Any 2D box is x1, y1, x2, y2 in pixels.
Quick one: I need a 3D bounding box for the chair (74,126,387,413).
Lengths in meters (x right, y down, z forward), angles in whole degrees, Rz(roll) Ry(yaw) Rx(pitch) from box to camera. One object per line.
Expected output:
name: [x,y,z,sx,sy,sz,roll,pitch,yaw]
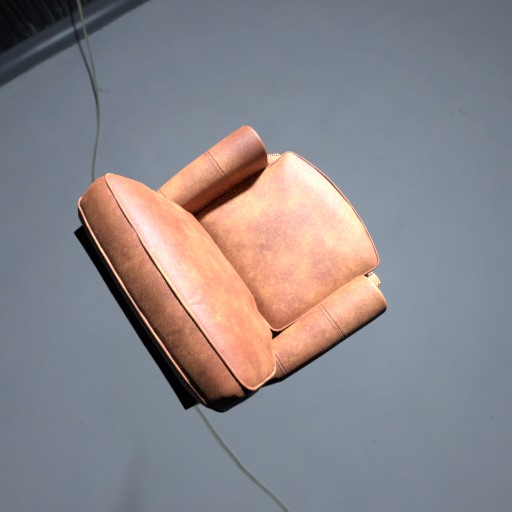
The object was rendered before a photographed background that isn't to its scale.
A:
chair: [0.000,0.000,1.775,0.986,1.018,0.936,-34,78,-8]
